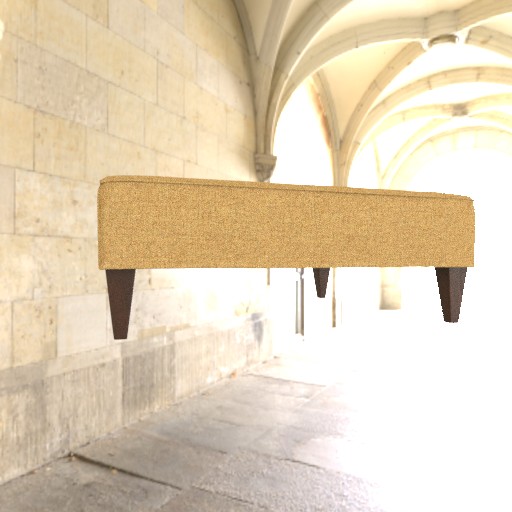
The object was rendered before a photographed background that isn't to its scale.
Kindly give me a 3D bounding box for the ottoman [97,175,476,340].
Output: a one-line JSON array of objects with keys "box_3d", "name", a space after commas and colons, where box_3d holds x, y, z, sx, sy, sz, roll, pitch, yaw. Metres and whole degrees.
[{"box_3d": [0.000, 0.000, 1.519, 0.981, 0.378, 0.970, 0, -1, -16], "name": "ottoman"}]
